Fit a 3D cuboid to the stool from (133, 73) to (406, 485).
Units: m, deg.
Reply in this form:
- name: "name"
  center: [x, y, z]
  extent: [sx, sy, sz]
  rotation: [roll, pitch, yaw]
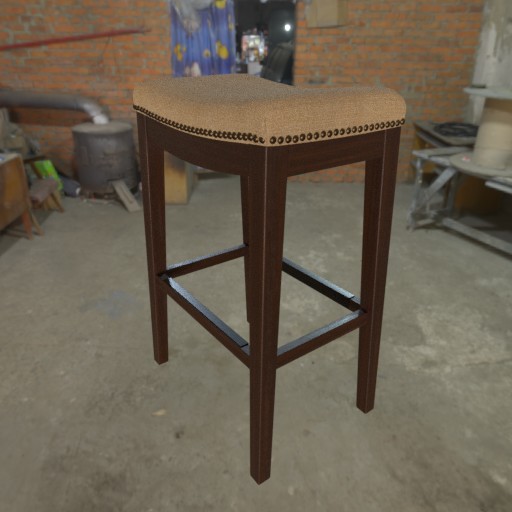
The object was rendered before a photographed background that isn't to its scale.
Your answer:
- name: "stool"
  center: [0.000, 0.000, 1.040]
  extent: [0.363, 0.768, 0.509]
  rotation: [-18, 31, -32]
